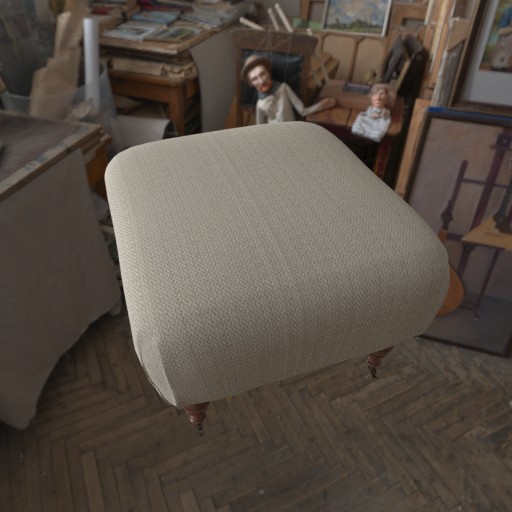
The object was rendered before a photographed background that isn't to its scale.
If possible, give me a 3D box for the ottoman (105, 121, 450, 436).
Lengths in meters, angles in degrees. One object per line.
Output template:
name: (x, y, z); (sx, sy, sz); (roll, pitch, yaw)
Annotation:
ottoman: (0.000, 0.000, 1.084); (0.622, 0.447, 0.684); (-13, 43, -14)
